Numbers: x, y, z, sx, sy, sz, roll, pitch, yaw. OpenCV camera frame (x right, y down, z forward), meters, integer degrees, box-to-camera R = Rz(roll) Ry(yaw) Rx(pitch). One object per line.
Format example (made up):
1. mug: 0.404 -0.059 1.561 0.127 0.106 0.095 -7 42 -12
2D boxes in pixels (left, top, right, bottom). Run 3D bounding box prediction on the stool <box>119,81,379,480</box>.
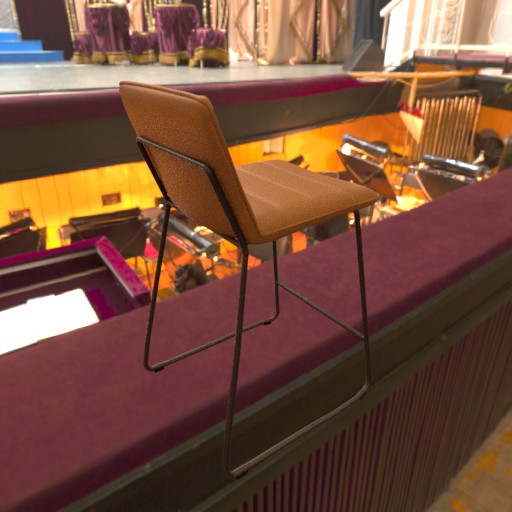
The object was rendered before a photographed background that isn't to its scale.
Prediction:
1. stool: 0.000 0.000 1.164 0.524 0.866 0.489 -18 32 -32
